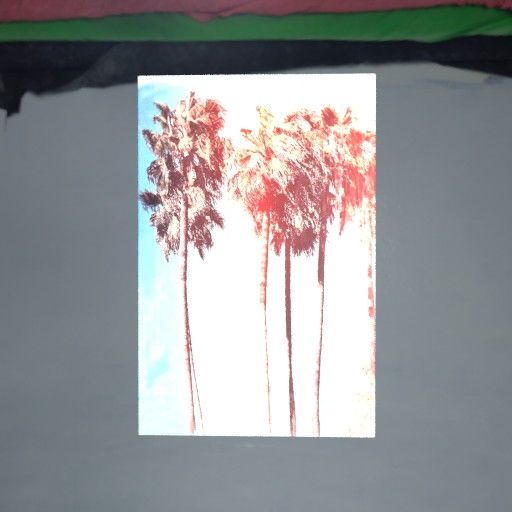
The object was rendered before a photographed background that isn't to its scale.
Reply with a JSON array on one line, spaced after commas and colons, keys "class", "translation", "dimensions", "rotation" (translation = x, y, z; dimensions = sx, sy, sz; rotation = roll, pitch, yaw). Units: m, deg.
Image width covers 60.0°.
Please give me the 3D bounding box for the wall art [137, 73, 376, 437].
[{"class": "wall art", "translation": [0.000, 0.000, 0.763], "dimensions": [0.401, 0.610, 0.038], "rotation": [0, 0, 1]}]
